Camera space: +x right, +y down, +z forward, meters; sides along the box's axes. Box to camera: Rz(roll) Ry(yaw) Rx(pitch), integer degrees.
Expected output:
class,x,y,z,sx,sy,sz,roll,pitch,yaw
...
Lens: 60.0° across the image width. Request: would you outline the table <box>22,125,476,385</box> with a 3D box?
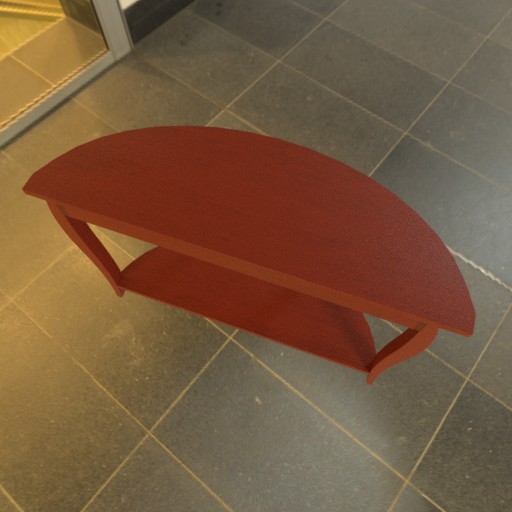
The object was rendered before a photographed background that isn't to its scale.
class,x,y,z,sx,sy,sz,roll,pitch,yaw
table,0.000,0.000,1.556,1.219,0.779,0.405,18,65,8
